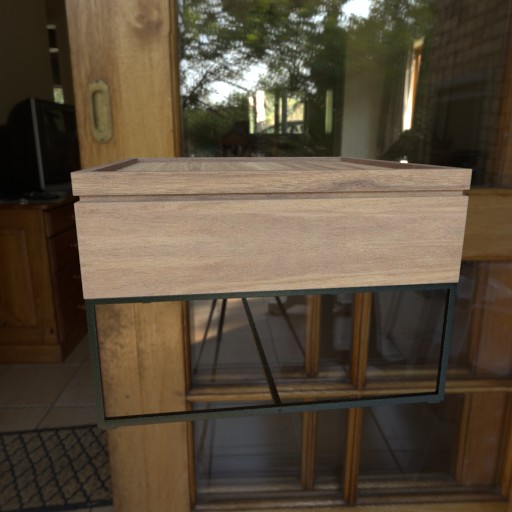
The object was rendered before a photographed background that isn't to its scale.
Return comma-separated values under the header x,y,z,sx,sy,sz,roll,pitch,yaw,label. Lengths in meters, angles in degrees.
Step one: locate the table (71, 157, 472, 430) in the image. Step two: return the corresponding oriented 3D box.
x,y,z,sx,sy,sz,roll,pitch,yaw,label
0.000,0.000,1.118,0.676,0.464,0.679,-2,15,-8,table
